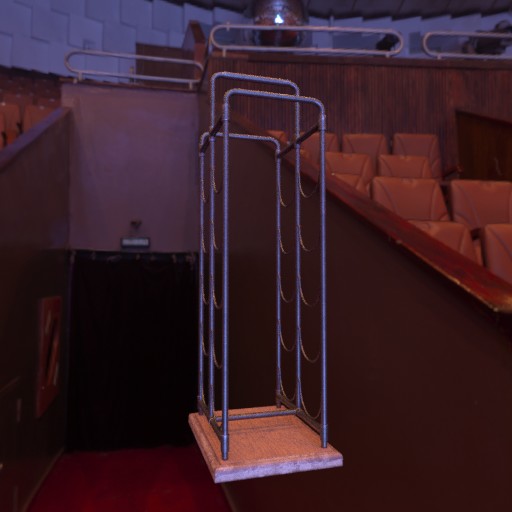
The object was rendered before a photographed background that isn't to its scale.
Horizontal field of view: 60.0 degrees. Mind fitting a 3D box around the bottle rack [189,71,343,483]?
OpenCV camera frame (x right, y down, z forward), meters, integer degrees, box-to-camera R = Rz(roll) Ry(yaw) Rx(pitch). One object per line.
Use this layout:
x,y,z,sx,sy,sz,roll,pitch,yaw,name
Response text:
0.000,0.000,0.824,0.208,0.680,0.276,1,-2,-17,bottle rack
